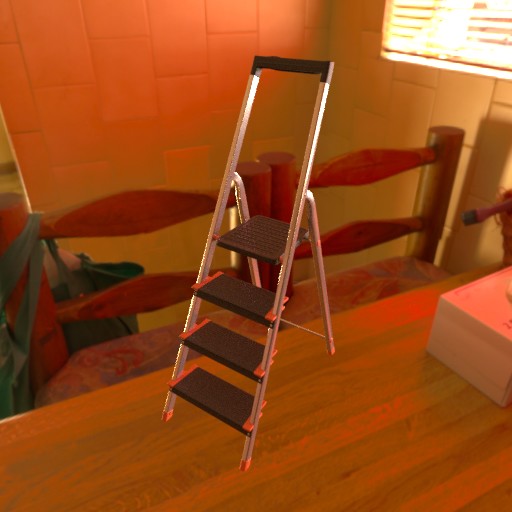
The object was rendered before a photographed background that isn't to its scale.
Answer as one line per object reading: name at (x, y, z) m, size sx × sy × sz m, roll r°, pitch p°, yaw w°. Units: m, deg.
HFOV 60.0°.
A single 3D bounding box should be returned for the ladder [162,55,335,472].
ladder at (0.000, 0.000, 1.793) m, size 0.452 × 1.429 × 0.834 m, roll 19°, pitch 35°, yaw 29°
